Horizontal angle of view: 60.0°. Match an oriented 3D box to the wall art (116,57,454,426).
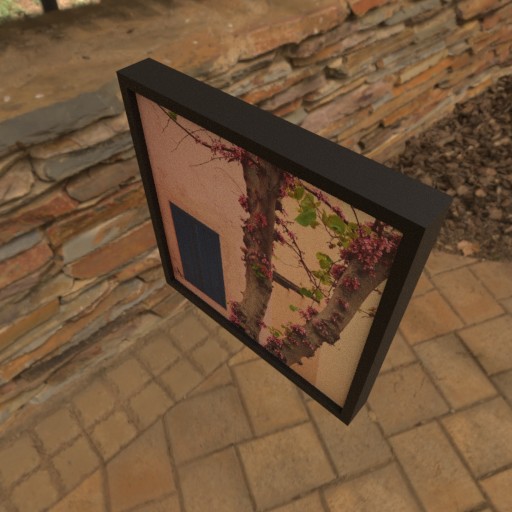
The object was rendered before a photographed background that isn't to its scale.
[{"bbox_3d":[0.000,0.000,0.453,0.305,0.304,0.038,33,56,27],"label":"wall art"}]
